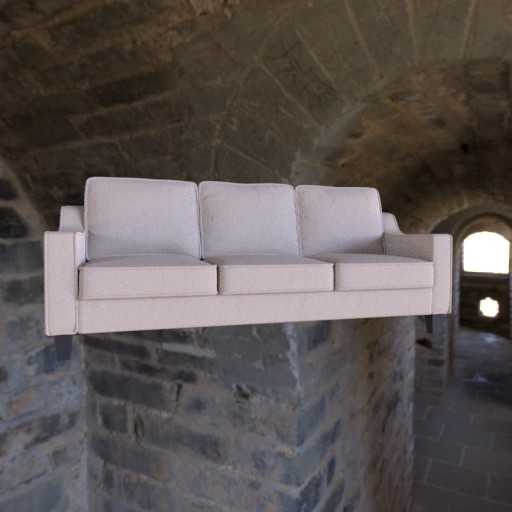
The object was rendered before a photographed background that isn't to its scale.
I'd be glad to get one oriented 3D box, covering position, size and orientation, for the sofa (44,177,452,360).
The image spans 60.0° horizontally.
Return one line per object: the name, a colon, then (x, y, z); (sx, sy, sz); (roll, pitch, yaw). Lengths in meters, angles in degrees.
sofa: (0.000, 0.000, 2.560); (2.131, 0.902, 0.791); (-1, 2, -17)
